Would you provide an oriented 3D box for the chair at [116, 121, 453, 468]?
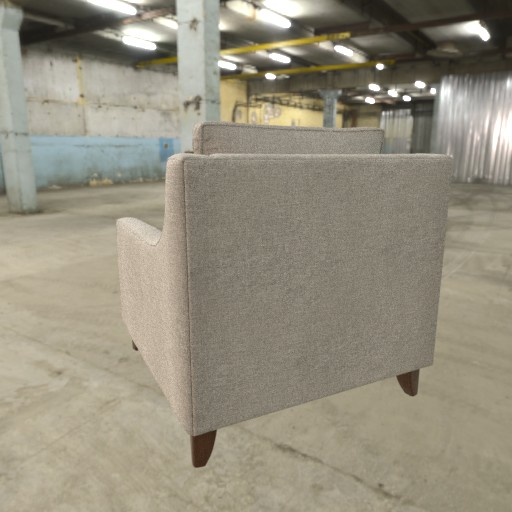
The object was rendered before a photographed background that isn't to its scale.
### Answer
[{"bbox_3d":[0.000,0.000,1.559,0.838,0.864,0.918,-7,14,-27],"label":"chair"}]
